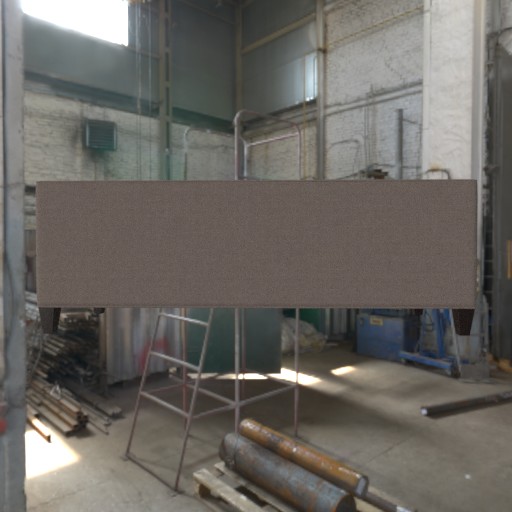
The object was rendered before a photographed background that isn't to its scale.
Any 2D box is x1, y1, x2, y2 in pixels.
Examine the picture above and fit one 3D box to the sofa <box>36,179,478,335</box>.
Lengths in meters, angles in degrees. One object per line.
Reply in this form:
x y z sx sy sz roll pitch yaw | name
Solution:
0.000 0.000 2.541 2.159 0.762 0.775 0 1 1 | sofa
